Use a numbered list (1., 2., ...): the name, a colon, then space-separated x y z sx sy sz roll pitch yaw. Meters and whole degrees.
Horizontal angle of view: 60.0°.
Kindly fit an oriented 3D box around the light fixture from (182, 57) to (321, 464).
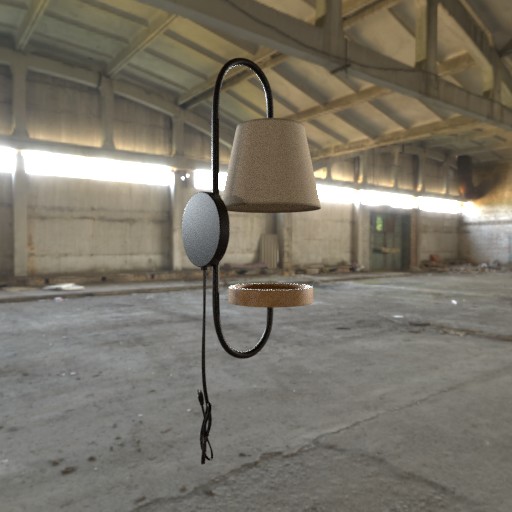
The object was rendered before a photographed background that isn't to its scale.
1. light fixture: 0.000 0.000 0.946 0.299 0.821 0.220 -1 1 -38
